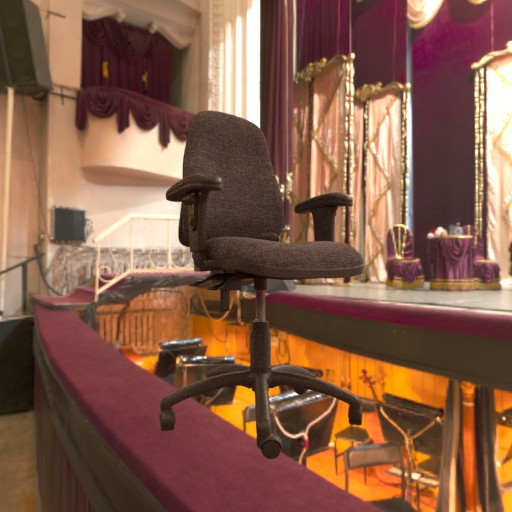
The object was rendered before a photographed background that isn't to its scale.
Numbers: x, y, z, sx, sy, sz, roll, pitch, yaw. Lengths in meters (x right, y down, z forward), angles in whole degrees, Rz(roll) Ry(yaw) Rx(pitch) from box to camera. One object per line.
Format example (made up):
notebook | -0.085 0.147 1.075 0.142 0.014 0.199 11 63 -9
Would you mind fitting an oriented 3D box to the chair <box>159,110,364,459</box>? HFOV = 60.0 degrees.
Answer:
chair | 0.000 0.000 1.273 0.550 0.910 0.530 1 -2 -37
